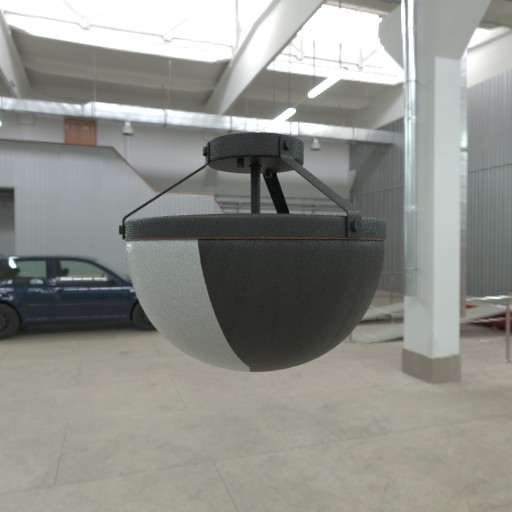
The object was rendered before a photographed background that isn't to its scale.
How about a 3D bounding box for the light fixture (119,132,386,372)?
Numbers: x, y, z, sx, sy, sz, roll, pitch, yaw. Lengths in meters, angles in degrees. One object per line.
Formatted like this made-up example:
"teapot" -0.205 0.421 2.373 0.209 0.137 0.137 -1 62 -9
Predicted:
"light fixture" 0.000 0.000 0.537 0.304 0.269 0.304 0 1 0
